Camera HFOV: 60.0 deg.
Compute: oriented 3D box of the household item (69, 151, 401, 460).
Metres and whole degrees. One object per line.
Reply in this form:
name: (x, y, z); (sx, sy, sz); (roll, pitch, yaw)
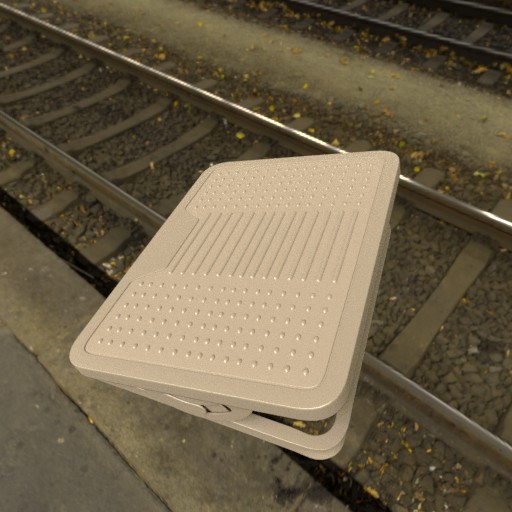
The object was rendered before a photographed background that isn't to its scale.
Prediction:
household item: (0.000, 0.000, 0.537); (0.301, 0.126, 0.390); (15, 48, 14)
